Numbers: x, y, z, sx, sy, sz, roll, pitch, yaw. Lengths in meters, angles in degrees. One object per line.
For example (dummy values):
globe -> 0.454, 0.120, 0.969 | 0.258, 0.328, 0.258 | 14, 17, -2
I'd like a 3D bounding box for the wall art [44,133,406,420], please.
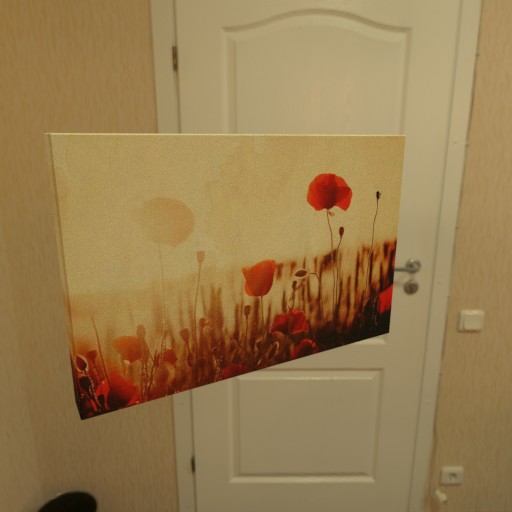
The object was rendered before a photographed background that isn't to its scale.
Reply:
wall art -> 0.000, 0.000, 0.474 | 0.383, 0.251, 0.037 | -8, 17, -28
